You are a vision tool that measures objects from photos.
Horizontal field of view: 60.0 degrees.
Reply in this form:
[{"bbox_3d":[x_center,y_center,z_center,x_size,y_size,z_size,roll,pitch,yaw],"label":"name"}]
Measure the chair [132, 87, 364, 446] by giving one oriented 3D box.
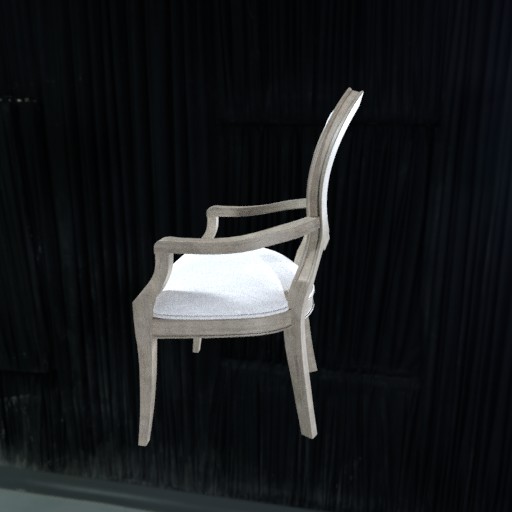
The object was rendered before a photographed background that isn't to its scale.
[{"bbox_3d":[0.000,0.000,1.401,0.602,0.991,0.611,2,15,7],"label":"chair"}]
